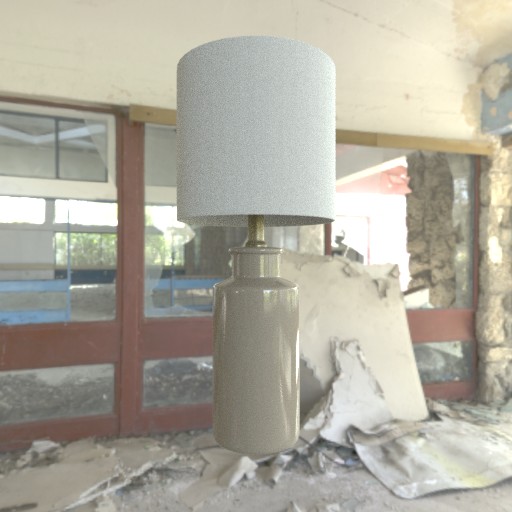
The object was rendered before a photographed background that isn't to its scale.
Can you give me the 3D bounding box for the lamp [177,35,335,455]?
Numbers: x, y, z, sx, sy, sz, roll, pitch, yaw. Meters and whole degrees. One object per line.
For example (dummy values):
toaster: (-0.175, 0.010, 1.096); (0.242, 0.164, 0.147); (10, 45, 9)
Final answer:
lamp: (0.000, 0.000, 0.601); (0.212, 0.493, 0.212); (0, 0, 19)
